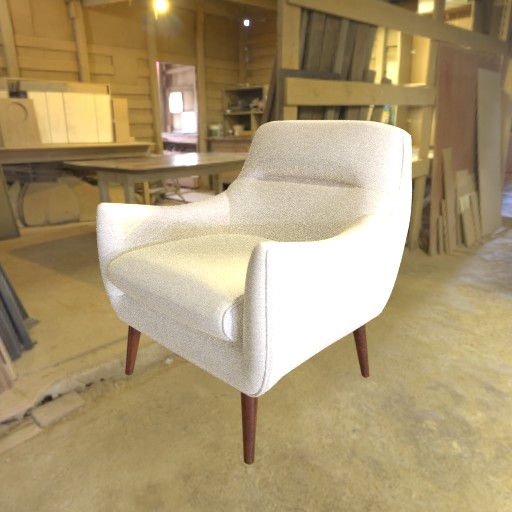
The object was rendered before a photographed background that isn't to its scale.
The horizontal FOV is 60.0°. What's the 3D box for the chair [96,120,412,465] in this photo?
[{"bbox_3d":[0.000,0.000,1.431,0.762,0.838,0.787,16,23,42],"label":"chair"}]
